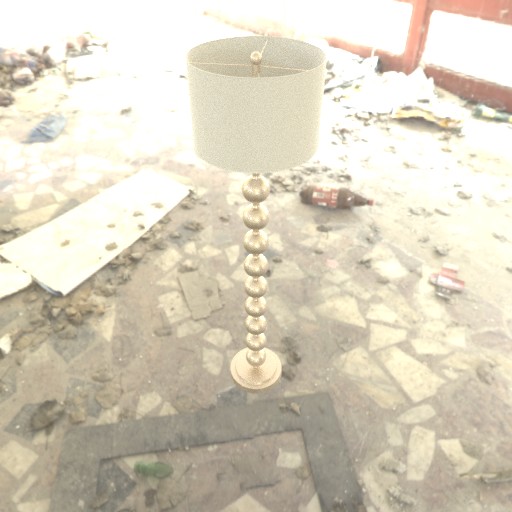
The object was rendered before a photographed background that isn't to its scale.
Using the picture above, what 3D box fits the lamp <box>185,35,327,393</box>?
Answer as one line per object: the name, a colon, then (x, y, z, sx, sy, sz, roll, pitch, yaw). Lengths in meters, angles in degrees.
lamp: (0.000, 0.000, 1.698, 0.394, 1.474, 0.394, -12, 42, -14)
